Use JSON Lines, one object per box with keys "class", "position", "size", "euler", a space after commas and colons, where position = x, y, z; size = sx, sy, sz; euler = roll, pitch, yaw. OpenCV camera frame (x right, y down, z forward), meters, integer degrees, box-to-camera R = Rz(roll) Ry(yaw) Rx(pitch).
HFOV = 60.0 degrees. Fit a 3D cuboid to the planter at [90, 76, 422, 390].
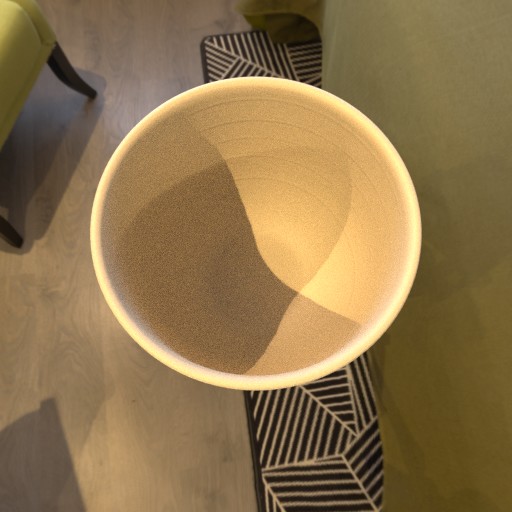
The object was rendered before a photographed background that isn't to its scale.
{"class": "planter", "position": [0.000, 0.000, 0.217], "size": [0.124, 0.109, 0.124], "euler": [0, 75, 0]}
